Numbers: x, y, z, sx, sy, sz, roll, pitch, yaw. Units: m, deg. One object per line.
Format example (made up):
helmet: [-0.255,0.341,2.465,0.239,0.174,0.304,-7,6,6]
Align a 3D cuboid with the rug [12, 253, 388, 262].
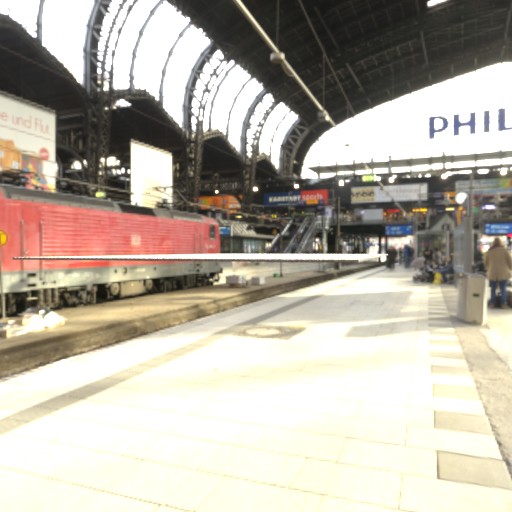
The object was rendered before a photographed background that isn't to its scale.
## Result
rug: [0.000,0.000,2.183,1.175,0.008,1.783,0,1,19]
